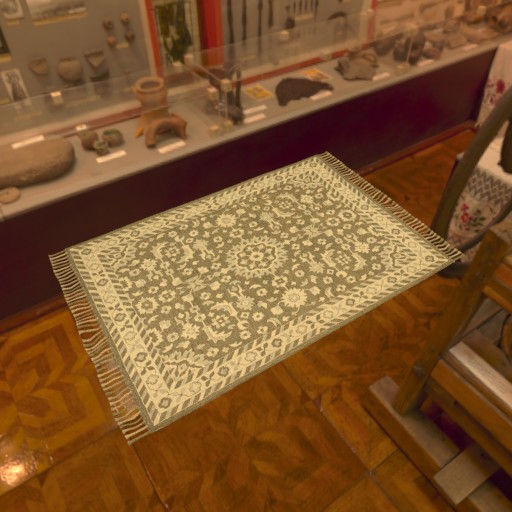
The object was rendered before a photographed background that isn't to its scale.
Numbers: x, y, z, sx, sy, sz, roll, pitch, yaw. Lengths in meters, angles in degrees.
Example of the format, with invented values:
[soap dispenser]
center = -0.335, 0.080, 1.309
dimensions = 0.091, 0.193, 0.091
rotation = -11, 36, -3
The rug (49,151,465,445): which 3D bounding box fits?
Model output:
[rug]
center = 0.000, 0.000, 3.031
dimensions = 2.431, 0.025, 1.530
rotation = -24, 51, -22
